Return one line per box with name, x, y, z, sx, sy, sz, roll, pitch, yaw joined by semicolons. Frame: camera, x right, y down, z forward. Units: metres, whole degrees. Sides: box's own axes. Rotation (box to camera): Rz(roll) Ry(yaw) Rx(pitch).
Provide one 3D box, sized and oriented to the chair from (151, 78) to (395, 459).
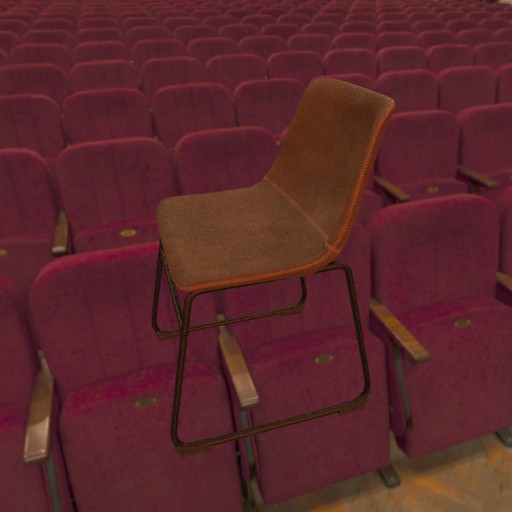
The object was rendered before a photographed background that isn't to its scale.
chair;0.000;0.000;1.119;0.551;0.780;0.460;-9;32;-15
